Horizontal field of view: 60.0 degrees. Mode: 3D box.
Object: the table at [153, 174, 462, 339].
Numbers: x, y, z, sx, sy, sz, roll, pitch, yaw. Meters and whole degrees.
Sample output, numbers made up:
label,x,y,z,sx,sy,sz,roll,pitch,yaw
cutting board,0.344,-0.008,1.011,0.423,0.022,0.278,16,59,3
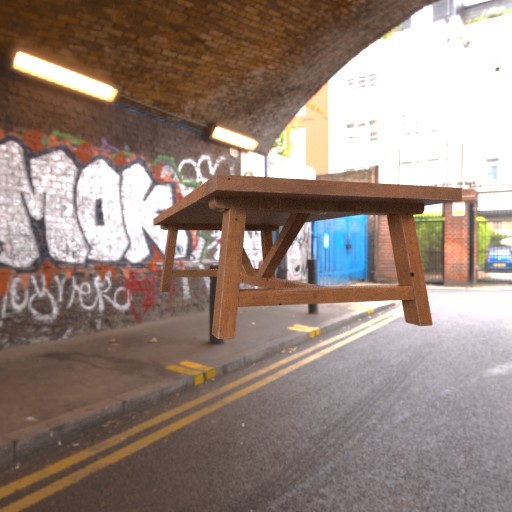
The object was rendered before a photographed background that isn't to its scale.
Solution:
label,x,y,z,sx,sy,sz,roll,pitch,yaw
table,0.000,0.000,2.171,0.820,0.465,1.800,0,1,-18
